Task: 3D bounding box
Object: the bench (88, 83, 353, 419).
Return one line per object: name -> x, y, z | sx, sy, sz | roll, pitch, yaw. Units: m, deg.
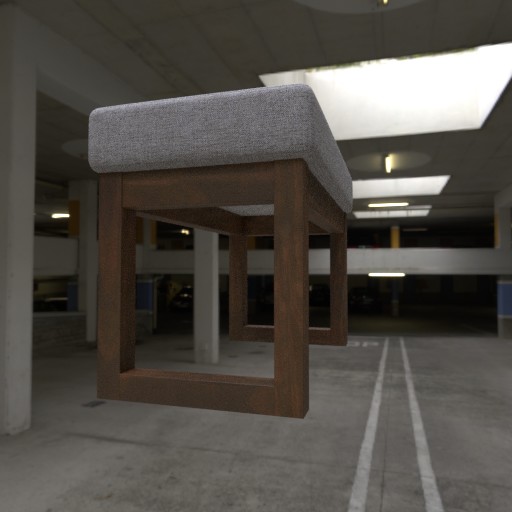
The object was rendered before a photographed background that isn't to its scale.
bench -> 0.000, 0.000, 0.968 | 0.366, 0.467, 0.681 | -1, -2, 17
